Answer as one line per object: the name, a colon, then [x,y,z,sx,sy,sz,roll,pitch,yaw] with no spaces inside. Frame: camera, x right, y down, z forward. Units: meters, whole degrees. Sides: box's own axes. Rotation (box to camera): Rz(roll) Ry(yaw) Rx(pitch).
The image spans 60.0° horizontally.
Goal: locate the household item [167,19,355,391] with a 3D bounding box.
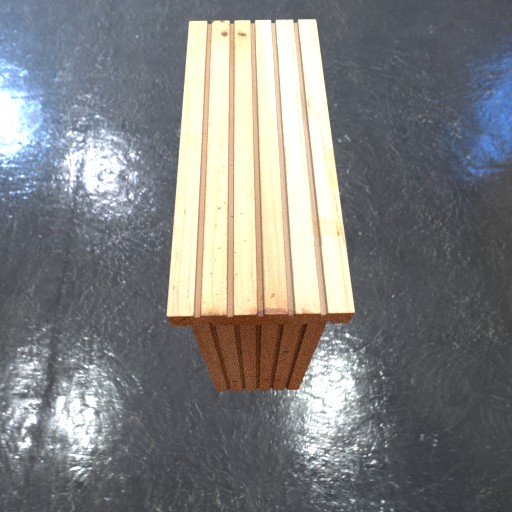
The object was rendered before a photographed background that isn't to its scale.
household item: [0.000,0.000,0.538,0.123,0.407,0.301,-1,62,-1]
